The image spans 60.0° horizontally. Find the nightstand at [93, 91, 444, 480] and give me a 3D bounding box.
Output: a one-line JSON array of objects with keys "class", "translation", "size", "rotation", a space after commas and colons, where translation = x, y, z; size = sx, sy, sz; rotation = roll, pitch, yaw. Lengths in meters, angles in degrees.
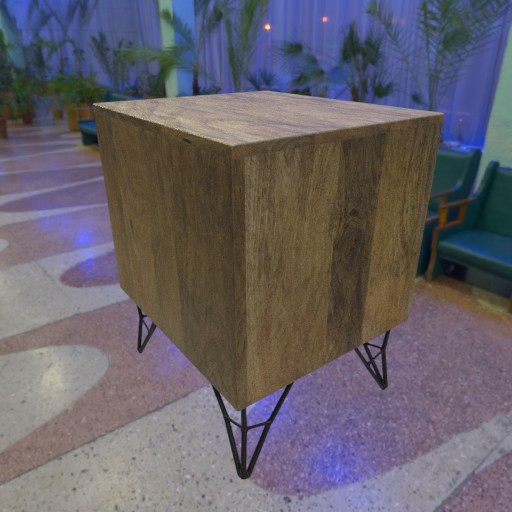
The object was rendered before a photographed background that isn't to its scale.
[{"class": "nightstand", "translation": [0.000, 0.000, 0.874], "size": [0.406, 0.559, 0.457], "rotation": [-18, 31, -33]}]
